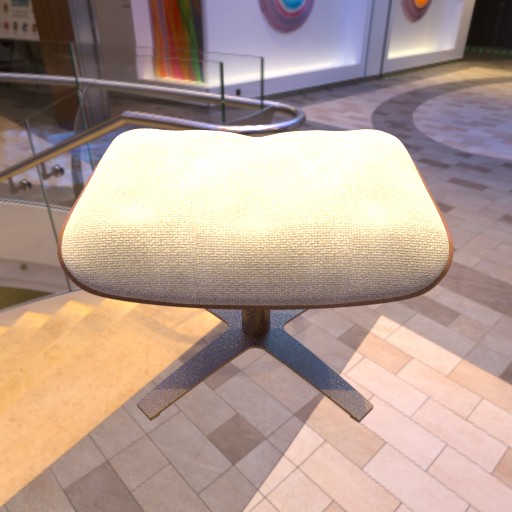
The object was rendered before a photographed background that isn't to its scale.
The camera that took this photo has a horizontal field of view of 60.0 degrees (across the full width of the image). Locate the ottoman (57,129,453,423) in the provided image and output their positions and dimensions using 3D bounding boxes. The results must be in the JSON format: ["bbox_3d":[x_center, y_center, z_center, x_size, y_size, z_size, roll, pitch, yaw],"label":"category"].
[{"bbox_3d":[0.000,0.000,0.784,0.520,0.391,0.394,0,31,1],"label":"ottoman"}]
